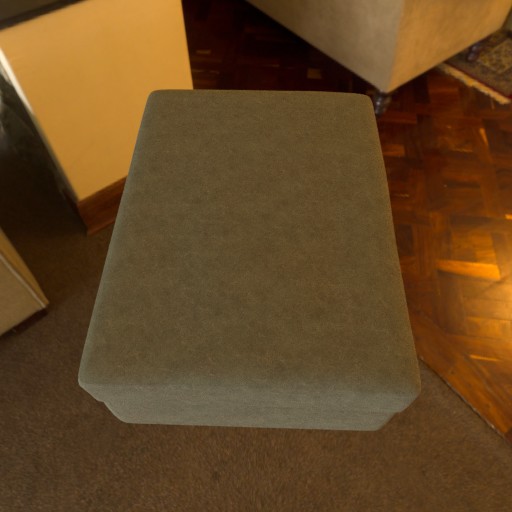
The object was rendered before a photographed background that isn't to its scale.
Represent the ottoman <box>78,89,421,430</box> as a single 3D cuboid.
[{"bbox_3d":[0.000,0.000,1.178,0.639,0.464,0.839,1,57,1],"label":"ottoman"}]
